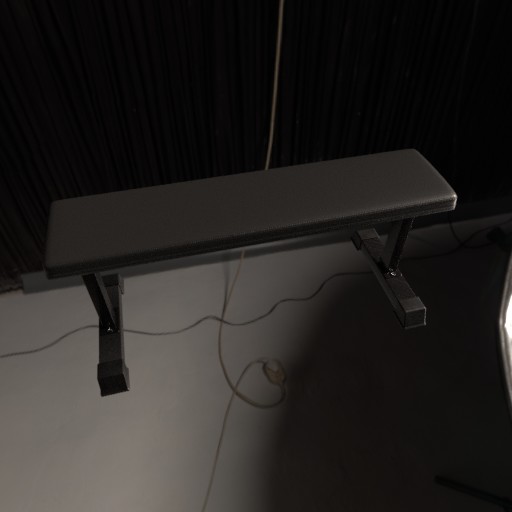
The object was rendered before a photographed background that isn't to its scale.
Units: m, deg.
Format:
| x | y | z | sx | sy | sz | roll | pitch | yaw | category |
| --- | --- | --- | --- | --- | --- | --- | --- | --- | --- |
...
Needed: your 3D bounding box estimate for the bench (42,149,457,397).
| x | y | z | sx | sy | sz | roll | pitch | yaw | category |
| --- | --- | --- | --- | --- | --- | --- | --- | --- | --- |
| 0.000 | 0.000 | 1.324 | 1.072 | 0.453 | 0.439 | -10 | 47 | -10 | bench |
